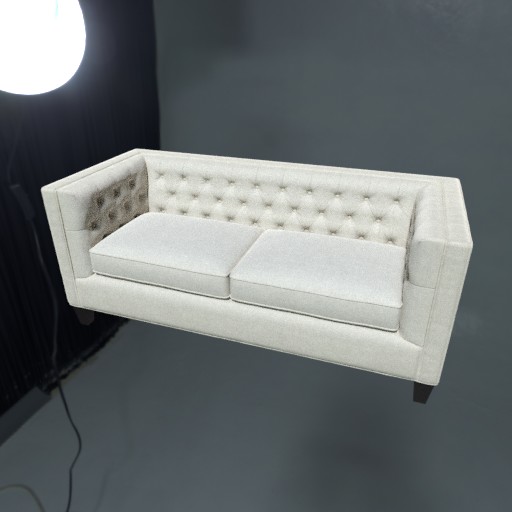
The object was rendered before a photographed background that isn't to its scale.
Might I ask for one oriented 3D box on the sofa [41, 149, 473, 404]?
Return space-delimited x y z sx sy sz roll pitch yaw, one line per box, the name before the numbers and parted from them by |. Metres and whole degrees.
sofa | 0.000 0.000 2.207 1.778 0.762 0.775 9 29 17
